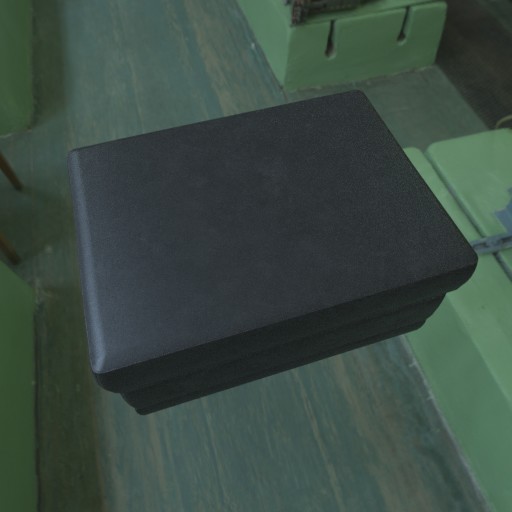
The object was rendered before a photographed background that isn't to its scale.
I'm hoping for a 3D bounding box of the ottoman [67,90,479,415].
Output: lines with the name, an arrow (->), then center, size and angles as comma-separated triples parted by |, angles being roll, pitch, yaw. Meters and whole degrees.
ottoman -> 0.000, 0.000, 1.161 | 0.795, 0.498, 0.590 | -15, 58, -9
